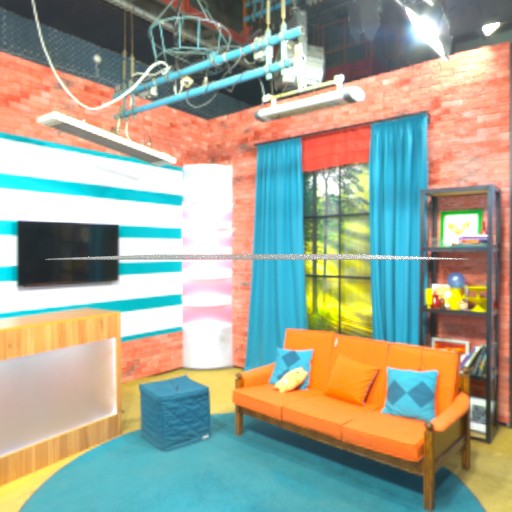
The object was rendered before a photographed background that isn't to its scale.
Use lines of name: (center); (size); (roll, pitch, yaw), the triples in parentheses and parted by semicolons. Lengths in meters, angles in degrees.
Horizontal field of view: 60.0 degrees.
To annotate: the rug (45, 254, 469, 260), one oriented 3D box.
rug: (0.000, 0.000, 3.927); (2.391, 0.005, 2.880); (0, 1, -1)
